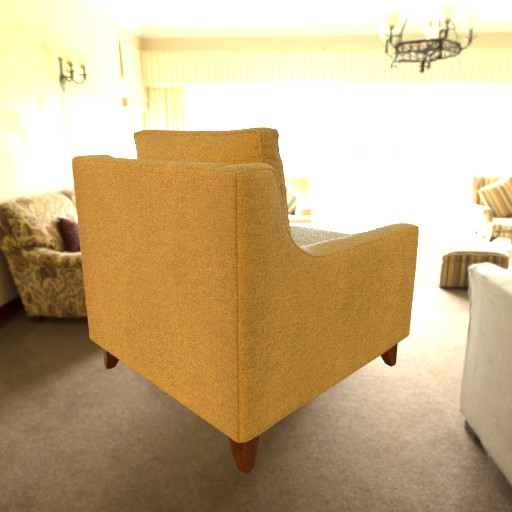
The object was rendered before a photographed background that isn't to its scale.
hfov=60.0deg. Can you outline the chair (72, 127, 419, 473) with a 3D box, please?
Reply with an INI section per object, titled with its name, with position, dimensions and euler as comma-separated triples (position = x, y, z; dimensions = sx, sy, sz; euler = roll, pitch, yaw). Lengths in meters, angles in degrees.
[chair]
position = 0.000, 0.000, 1.572
dimensions = 0.918, 0.864, 0.838
euler = -14, 20, -43
